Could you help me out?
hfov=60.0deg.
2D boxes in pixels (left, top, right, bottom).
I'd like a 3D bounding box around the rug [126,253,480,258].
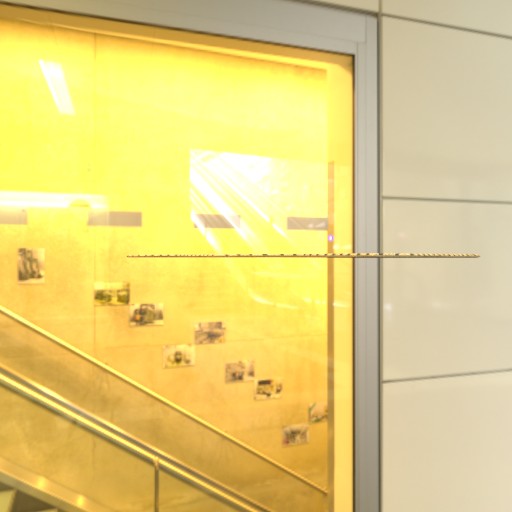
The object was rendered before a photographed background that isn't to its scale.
[{"bbox_3d":[0.000,0.000,2.788,0.773,0.020,2.439,0,0,-37],"label":"rug"}]
